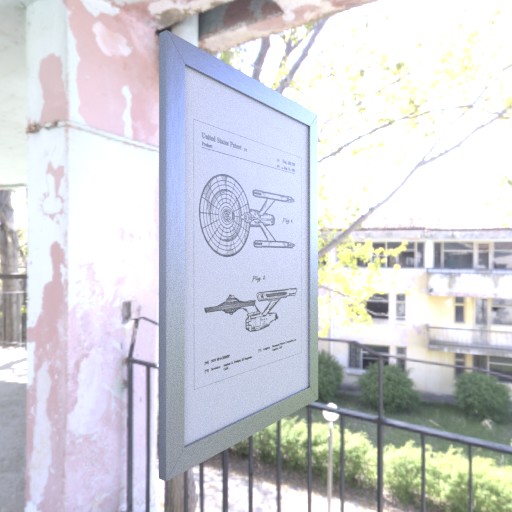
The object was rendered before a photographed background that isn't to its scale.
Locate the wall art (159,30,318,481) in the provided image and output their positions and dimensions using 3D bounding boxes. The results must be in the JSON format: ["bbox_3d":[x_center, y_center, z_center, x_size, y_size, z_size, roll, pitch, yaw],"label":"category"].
[{"bbox_3d":[0.000,0.000,0.675,0.013,0.529,0.376,0,0,36],"label":"wall art"}]
